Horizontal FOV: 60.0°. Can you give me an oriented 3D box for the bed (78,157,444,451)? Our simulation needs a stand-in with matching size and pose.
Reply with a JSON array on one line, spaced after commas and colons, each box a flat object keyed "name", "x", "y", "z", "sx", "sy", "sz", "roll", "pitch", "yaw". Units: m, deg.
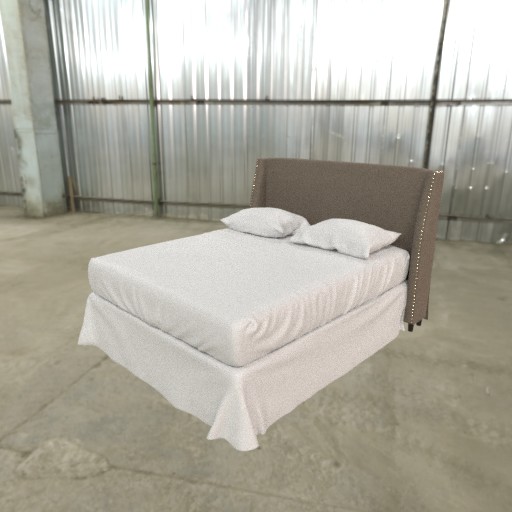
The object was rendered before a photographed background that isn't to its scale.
[{"name": "bed", "x": 0.000, "y": 0.000, "z": 3.473, "sx": 1.925, "sy": 1.332, "sz": 2.276, "roll": 16, "pitch": 23, "yaw": 42}]
